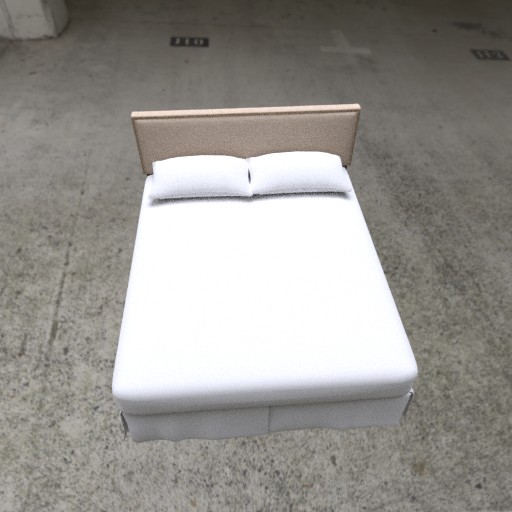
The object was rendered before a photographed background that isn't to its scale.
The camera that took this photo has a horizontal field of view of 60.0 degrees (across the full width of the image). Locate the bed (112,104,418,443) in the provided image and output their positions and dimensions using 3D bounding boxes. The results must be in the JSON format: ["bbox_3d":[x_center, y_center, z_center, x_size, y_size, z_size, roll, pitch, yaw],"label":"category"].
[{"bbox_3d":[0.000,0.000,2.781,1.616,1.016,1.876,-3,46,-3],"label":"bed"}]
